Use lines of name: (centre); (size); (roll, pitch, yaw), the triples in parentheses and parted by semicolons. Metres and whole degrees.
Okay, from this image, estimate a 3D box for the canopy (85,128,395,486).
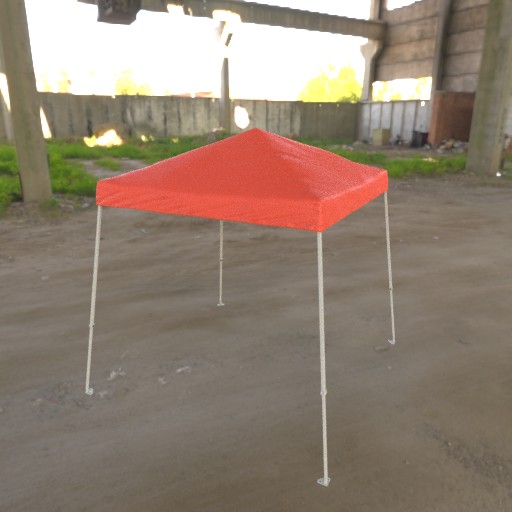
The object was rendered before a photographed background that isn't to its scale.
canopy: (0.000, 0.000, 5.131); (2.850, 2.850, 2.849); (9, 19, 26)
